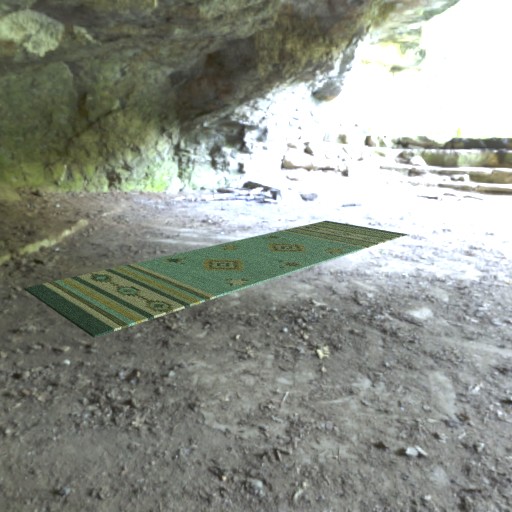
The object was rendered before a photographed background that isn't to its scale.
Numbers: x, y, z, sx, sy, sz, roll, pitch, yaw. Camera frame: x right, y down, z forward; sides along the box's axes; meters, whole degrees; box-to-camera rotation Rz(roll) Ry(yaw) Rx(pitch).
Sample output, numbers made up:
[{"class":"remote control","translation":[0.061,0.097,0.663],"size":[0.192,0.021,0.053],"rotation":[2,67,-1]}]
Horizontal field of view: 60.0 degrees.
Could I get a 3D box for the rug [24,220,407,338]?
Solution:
[{"class":"rug","translation":[0.000,0.000,2.733],"size":[2.441,0.010,0.744],"rotation":[-15,21,-43]}]
